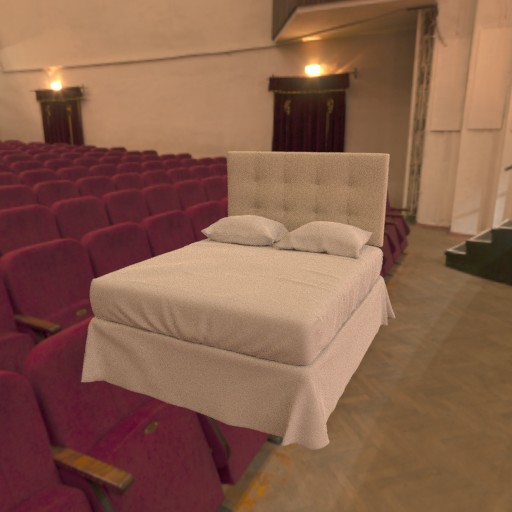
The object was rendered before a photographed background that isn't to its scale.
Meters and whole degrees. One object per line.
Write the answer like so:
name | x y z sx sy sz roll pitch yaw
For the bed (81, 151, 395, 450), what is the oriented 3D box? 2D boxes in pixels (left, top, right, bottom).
bed | 0.000 0.000 3.568 1.936 1.577 2.222 7 17 26
